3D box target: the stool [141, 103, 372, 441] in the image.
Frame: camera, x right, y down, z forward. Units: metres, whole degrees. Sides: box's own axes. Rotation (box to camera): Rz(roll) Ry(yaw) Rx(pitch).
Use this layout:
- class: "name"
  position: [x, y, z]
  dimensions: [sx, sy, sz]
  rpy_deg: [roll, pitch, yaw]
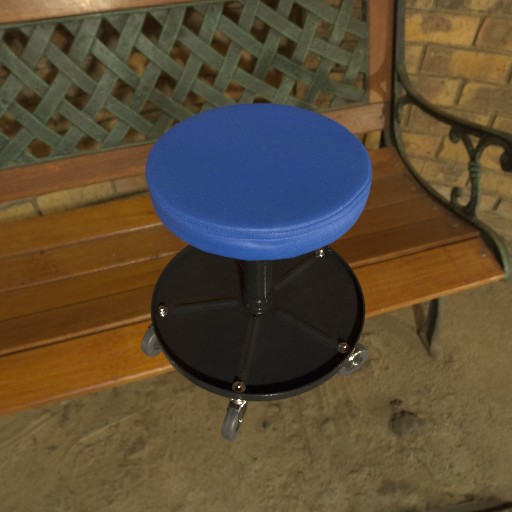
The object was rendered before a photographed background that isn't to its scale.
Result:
- class: "stool"
  position: [0.000, 0.000, 0.670]
  dimensions: [0.382, 0.365, 0.381]
  rpy_deg: [32, 54, 27]
